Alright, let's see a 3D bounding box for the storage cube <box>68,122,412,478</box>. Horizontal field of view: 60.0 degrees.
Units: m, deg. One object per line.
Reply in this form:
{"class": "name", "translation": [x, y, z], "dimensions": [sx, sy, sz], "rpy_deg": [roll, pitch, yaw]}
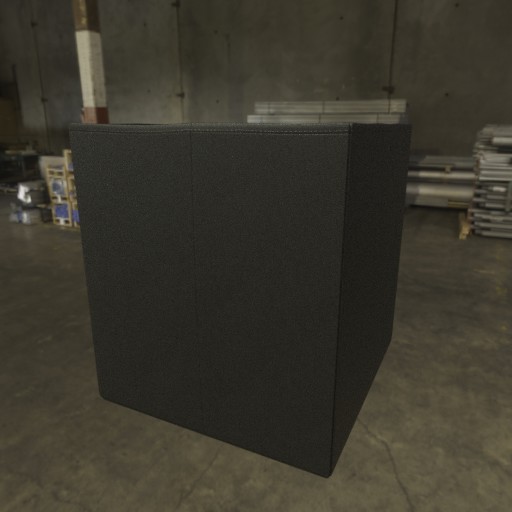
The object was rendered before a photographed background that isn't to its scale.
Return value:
{"class": "storage cube", "translation": [0.000, 0.000, 0.487], "dimensions": [0.270, 0.280, 0.270], "rpy_deg": [8, 18, 25]}
